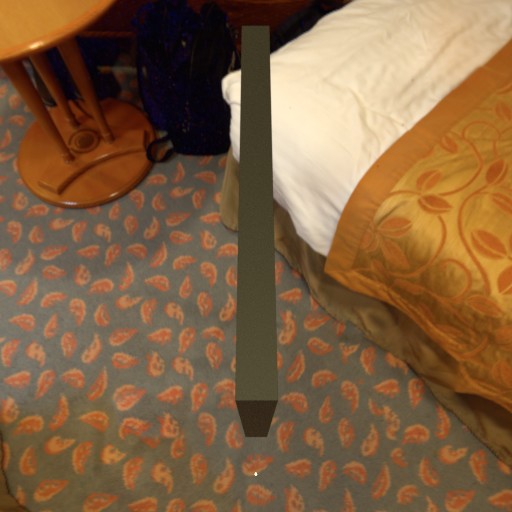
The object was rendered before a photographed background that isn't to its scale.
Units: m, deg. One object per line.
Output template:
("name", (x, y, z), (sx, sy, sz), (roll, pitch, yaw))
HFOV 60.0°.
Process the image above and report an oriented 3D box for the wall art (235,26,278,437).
("wall art", (0.000, 0.000, 0.533), (0.029, 0.330, 0.381), (0, 64, 0))
